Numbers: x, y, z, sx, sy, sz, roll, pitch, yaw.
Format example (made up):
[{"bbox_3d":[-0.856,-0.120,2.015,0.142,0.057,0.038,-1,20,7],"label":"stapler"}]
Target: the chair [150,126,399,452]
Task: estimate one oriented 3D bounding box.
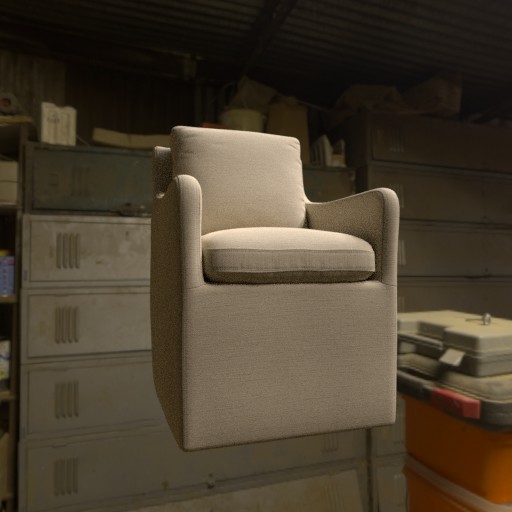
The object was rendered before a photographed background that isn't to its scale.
[{"bbox_3d":[0.000,0.000,1.400,0.626,0.914,0.694,1,-2,-18],"label":"chair"}]
